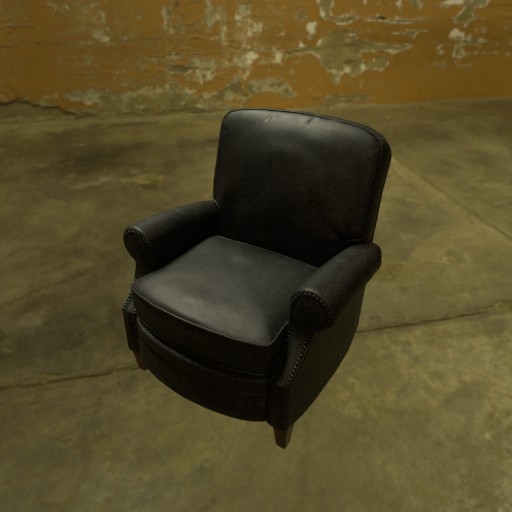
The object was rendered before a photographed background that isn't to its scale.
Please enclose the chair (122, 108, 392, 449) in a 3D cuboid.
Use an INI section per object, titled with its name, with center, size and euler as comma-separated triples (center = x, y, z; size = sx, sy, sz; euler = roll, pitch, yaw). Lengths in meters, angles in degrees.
[chair]
center = 0.000, 0.000, 1.794
size = 0.936, 1.018, 0.986
euler = 19, 35, 28
